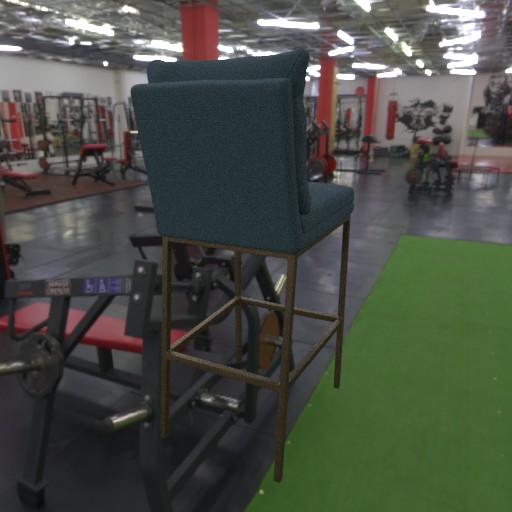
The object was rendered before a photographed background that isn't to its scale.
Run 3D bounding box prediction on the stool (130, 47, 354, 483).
[{"bbox_3d":[0.000,0.000,1.391,0.463,1.124,0.568,9,19,26],"label":"stool"}]
